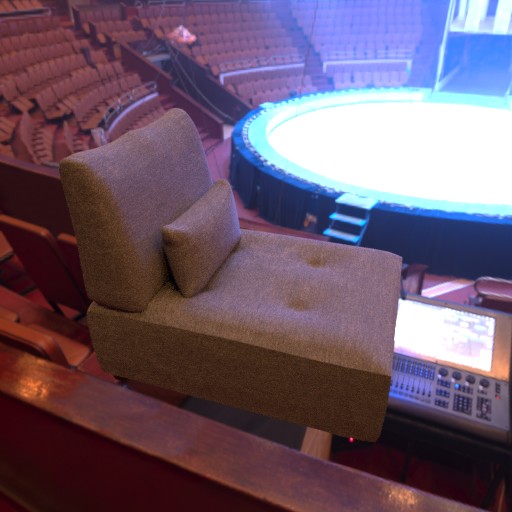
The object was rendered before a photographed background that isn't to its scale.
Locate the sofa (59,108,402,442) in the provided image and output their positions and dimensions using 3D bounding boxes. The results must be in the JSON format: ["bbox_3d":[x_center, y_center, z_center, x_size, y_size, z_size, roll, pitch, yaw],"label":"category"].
[{"bbox_3d":[0.000,0.000,1.555,1.000,0.820,0.700,10,32,16],"label":"sofa"}]
